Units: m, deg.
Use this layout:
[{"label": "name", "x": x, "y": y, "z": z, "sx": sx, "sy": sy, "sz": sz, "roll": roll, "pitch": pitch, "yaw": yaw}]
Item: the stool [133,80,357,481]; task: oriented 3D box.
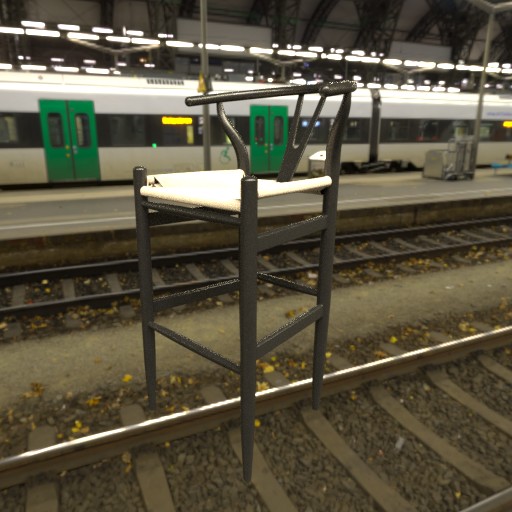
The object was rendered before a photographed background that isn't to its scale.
[{"label": "stool", "x": 0.000, "y": 0.000, "z": 1.420, "sx": 0.569, "sy": 1.072, "sz": 0.579, "roll": 14, "pitch": 21, "yaw": 42}]
